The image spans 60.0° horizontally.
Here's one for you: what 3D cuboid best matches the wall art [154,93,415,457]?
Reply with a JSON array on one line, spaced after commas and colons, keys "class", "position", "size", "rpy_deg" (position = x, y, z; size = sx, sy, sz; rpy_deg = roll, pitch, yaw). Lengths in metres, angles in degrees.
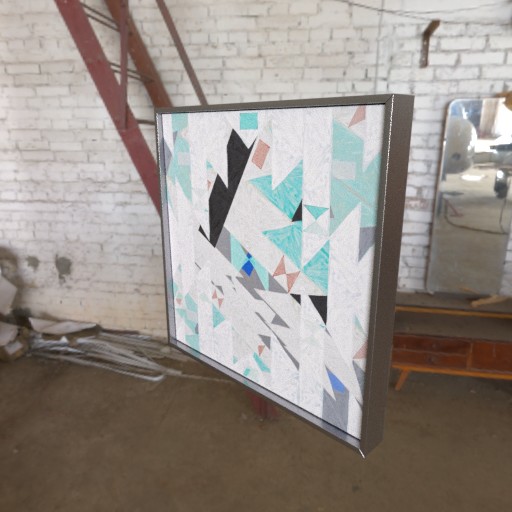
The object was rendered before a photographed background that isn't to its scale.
[{"class": "wall art", "position": [0.000, 0.000, 0.536], "size": [0.350, 0.350, 0.038], "rpy_deg": [15, 22, 43]}]
